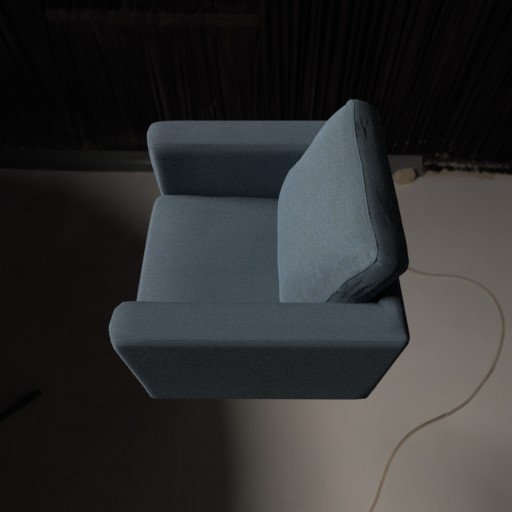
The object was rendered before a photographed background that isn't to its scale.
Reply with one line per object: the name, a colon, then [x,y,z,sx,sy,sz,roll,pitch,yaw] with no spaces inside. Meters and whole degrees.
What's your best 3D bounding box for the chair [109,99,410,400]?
chair: [0.000,0.000,1.561,0.820,0.922,0.855,0,58,0]
